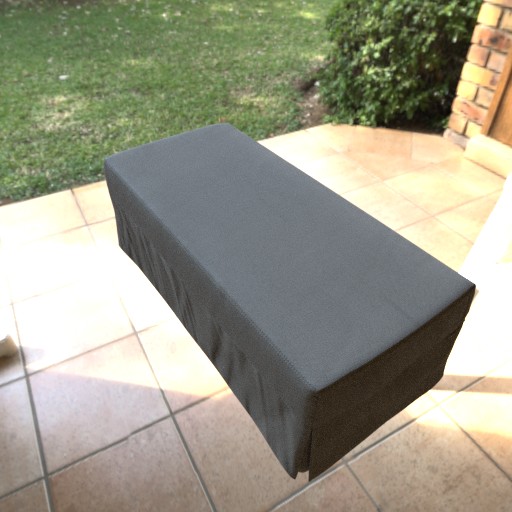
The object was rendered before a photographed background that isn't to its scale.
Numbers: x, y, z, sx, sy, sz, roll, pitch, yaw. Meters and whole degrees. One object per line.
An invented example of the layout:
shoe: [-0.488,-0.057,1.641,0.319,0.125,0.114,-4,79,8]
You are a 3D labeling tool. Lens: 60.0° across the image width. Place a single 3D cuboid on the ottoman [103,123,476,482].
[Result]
ottoman: [0.000,0.000,1.670,0.665,0.457,1.388,-25,47,-26]
